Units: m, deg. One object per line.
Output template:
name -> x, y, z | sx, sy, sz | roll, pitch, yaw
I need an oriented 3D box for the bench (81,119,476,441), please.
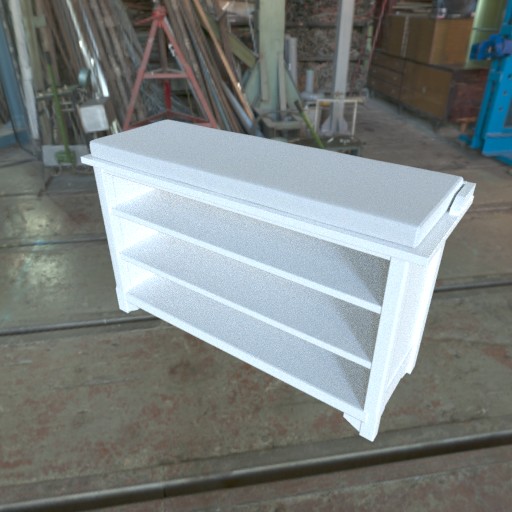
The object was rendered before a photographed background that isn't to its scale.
bench -> 0.000, 0.000, 1.271 | 0.987, 0.589, 0.346 | 20, 36, 30
